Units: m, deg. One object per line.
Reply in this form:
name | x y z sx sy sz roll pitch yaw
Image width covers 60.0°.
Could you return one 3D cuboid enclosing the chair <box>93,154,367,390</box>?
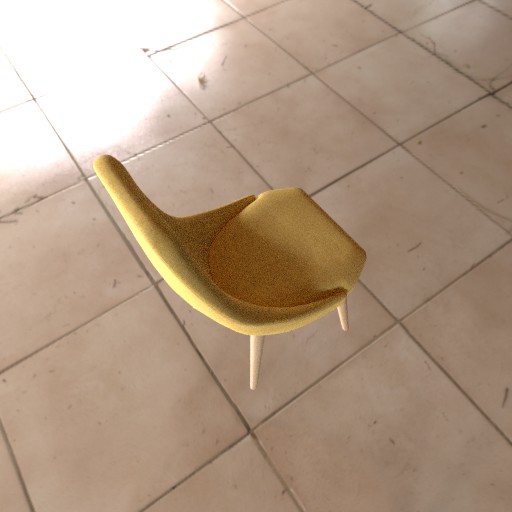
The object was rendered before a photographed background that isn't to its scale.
chair | 0.000 0.000 1.384 0.660 1.040 0.510 -32 63 -18
